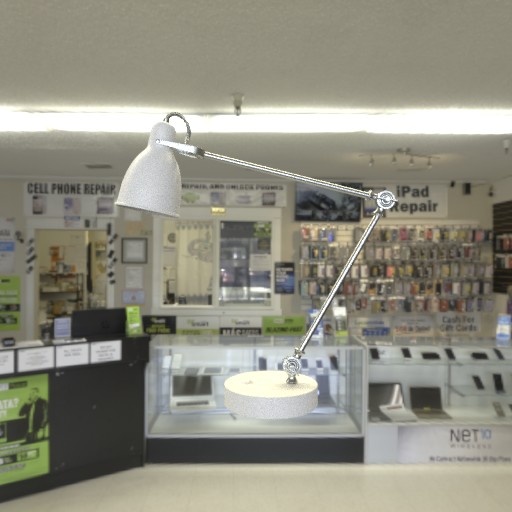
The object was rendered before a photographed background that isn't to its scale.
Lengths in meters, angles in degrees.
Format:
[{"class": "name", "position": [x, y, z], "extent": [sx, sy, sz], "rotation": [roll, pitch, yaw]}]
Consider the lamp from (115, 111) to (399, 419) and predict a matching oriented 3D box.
[{"class": "lamp", "position": [0.000, 0.000, 0.889], "extent": [0.561, 0.587, 0.187], "rotation": [0, 0, 0]}]
